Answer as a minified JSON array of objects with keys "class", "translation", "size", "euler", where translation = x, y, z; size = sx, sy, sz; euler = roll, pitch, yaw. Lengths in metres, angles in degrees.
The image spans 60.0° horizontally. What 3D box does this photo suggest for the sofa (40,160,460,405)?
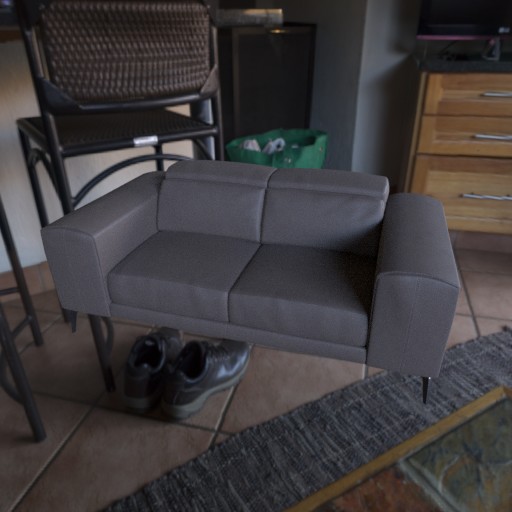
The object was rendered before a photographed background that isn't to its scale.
[{"class":"sofa","translation":[0.000,0.000,2.386],"size":[1.895,0.779,1.003],"euler":[8,28,15]}]
